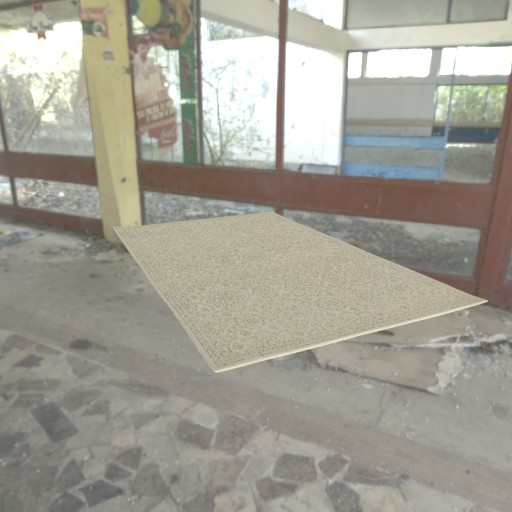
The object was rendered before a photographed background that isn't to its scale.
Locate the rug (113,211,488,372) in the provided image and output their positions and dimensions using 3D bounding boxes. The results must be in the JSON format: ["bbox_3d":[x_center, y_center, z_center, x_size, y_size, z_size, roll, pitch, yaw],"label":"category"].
[{"bbox_3d":[0.000,0.000,2.423,1.214,0.023,1.947,-8,20,-24],"label":"rug"}]
